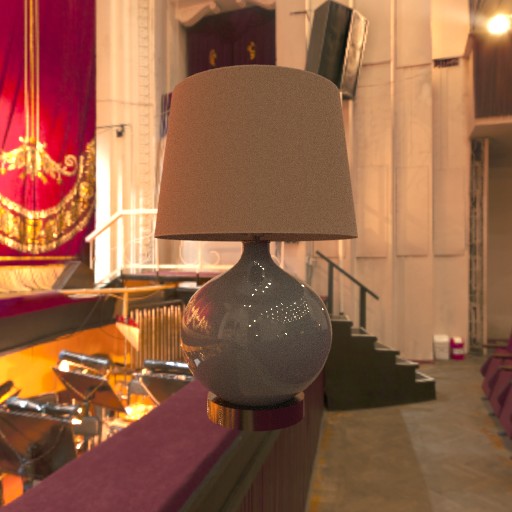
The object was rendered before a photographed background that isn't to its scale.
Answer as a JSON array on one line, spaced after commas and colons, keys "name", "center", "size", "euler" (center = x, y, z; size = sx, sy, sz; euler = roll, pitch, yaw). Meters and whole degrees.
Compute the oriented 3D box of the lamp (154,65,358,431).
[{"name": "lamp", "center": [0.000, 0.000, 0.549], "size": [0.247, 0.387, 0.247], "euler": [0, 0, 0]}]
